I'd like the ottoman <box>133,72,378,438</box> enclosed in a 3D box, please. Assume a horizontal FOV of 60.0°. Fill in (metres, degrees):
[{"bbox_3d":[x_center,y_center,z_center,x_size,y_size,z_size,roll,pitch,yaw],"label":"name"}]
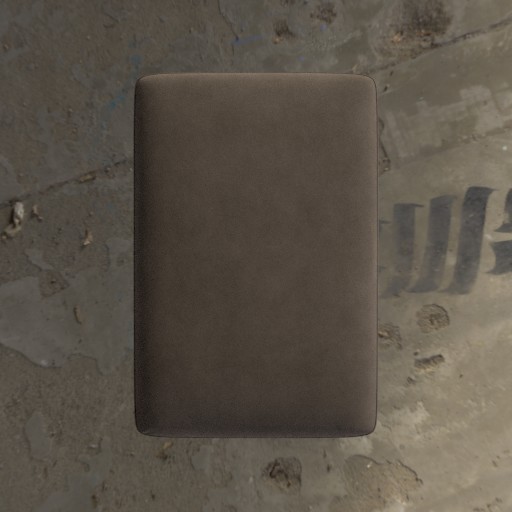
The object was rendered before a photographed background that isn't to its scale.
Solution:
[{"bbox_3d":[0.000,0.000,1.201,0.584,0.483,0.864,0,90,0],"label":"ottoman"}]
